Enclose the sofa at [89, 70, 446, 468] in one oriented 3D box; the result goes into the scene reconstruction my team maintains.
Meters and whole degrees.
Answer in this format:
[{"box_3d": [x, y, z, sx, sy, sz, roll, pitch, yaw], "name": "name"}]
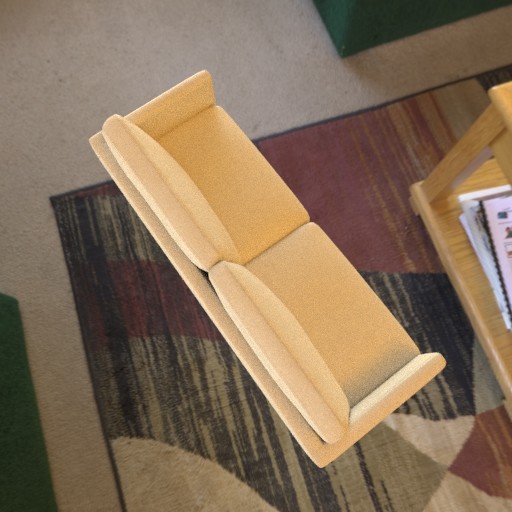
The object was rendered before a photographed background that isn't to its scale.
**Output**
[{"box_3d": [0.000, 0.000, 2.917, 0.948, 0.965, 2.434, -35, 77, -9], "name": "sofa"}]
